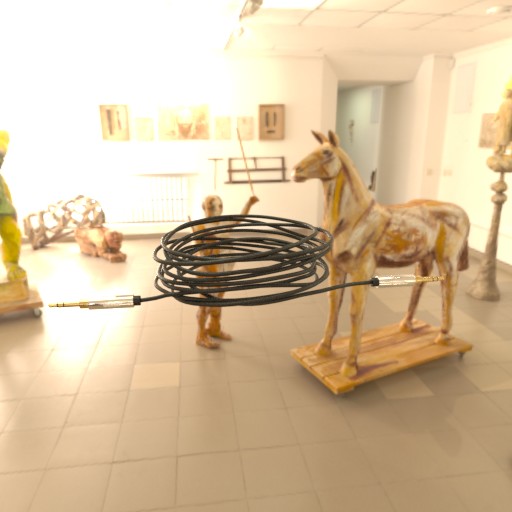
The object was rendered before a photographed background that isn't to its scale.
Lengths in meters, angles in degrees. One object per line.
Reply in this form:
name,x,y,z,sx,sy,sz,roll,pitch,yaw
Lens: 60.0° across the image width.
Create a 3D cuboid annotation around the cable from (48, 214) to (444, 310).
cable,0.000,0.000,0.513,0.432,0.069,0.198,-2,16,-8
